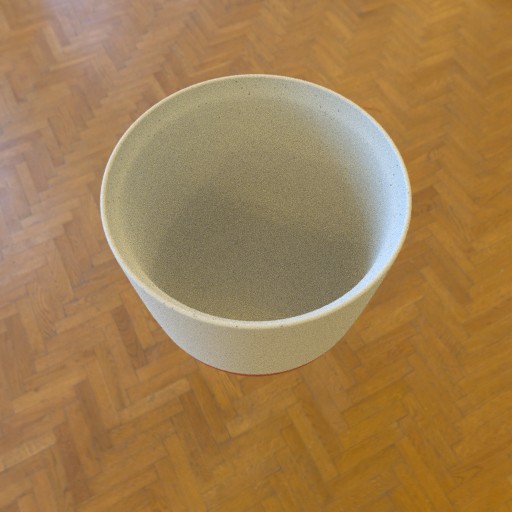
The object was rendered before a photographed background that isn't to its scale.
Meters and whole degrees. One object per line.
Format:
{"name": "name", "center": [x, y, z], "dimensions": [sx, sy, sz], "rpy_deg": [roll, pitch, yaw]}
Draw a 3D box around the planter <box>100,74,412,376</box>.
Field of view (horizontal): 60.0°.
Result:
{"name": "planter", "center": [0.000, 0.000, 0.387], "dimensions": [0.204, 0.214, 0.204], "rpy_deg": [0, 62, 0]}
